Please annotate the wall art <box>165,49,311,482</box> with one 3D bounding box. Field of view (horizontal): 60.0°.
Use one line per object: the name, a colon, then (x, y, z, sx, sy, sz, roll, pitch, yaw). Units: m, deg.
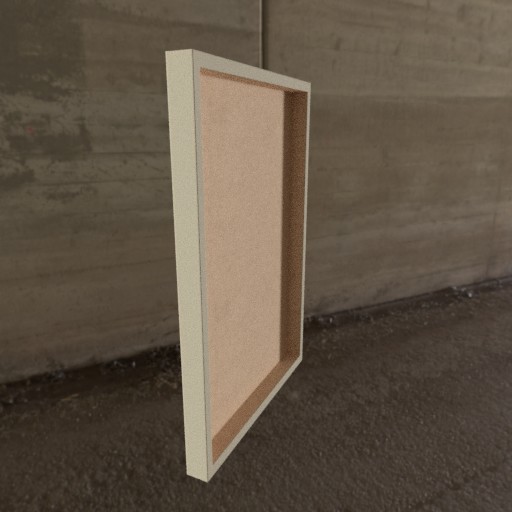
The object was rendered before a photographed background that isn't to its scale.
wall art: (0.000, 0.000, 0.784, 0.038, 0.608, 0.418, 7, 17, 25)
